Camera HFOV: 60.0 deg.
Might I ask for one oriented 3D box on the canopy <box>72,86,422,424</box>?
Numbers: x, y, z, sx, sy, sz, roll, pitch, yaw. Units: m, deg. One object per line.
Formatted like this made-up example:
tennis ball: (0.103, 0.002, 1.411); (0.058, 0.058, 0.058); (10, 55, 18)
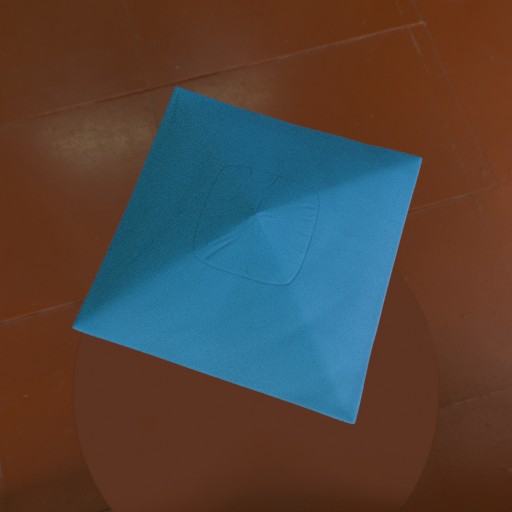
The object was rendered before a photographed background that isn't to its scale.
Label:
canopy: (0.000, 0.000, 5.463); (2.996, 2.997, 2.998); (18, 76, 5)
